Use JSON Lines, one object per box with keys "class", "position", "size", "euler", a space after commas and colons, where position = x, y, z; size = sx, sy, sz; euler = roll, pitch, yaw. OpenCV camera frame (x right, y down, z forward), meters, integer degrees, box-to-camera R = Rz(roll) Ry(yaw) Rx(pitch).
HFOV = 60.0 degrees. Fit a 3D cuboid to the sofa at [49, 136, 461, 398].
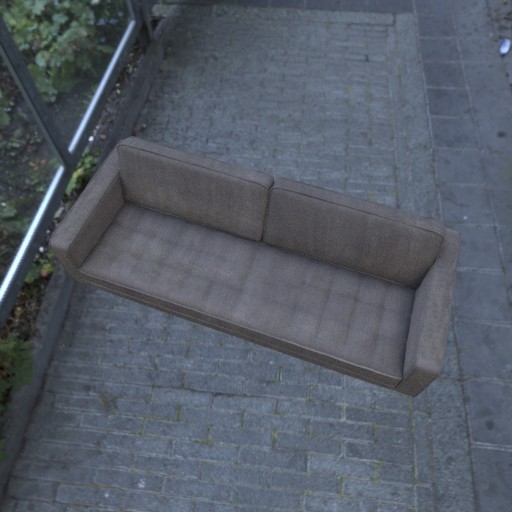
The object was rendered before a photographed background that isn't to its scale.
{"class": "sofa", "position": [0.000, 0.000, 2.721], "size": [2.295, 0.813, 0.923], "euler": [17, 60, 10]}
